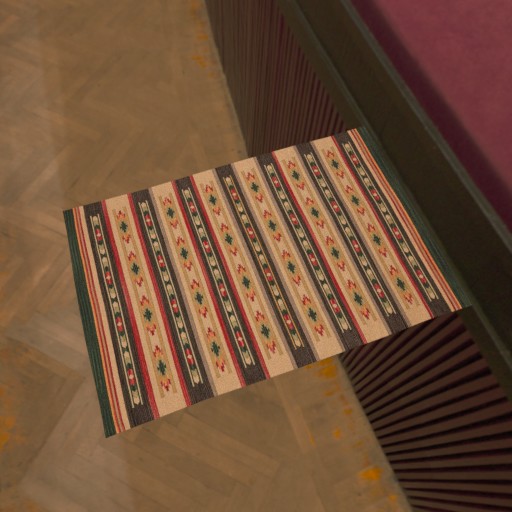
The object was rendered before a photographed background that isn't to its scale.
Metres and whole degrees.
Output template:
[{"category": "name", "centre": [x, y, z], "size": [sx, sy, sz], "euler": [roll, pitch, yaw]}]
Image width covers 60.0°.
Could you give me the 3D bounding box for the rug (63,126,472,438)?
[{"category": "rug", "centre": [0.000, 0.000, 2.299], "size": [1.825, 0.009, 1.221], "euler": [-18, 65, -8]}]
